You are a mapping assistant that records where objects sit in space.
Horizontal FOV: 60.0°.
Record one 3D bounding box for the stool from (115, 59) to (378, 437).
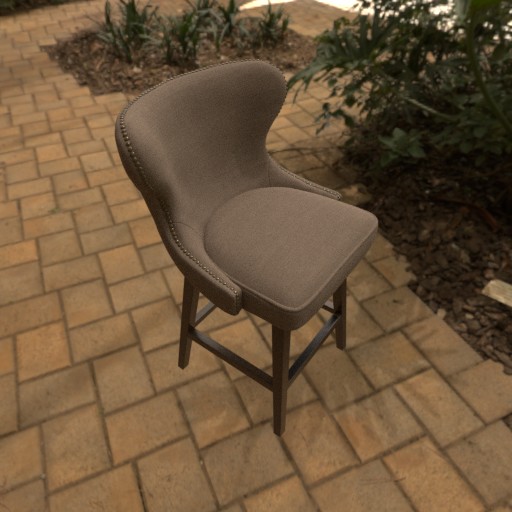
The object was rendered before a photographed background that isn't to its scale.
[{"bbox_3d":[0.000,0.000,1.369,0.597,0.972,0.615,26,47,26],"label":"stool"}]
